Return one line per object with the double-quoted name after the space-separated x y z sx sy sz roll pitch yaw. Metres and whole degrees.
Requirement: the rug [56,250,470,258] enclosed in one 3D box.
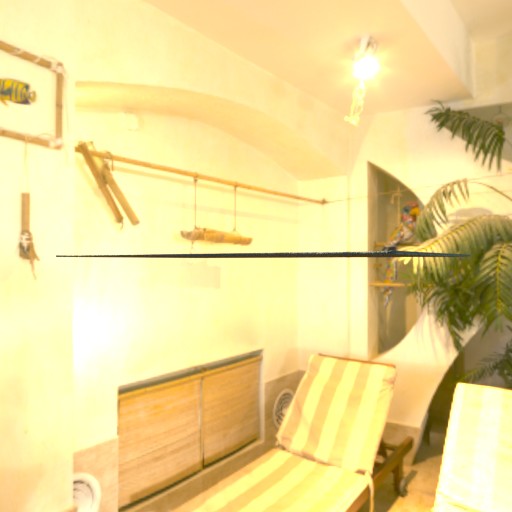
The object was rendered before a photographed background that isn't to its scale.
0.000 0.000 3.059 2.449 0.015 1.530 0 -1 36 "rug"
